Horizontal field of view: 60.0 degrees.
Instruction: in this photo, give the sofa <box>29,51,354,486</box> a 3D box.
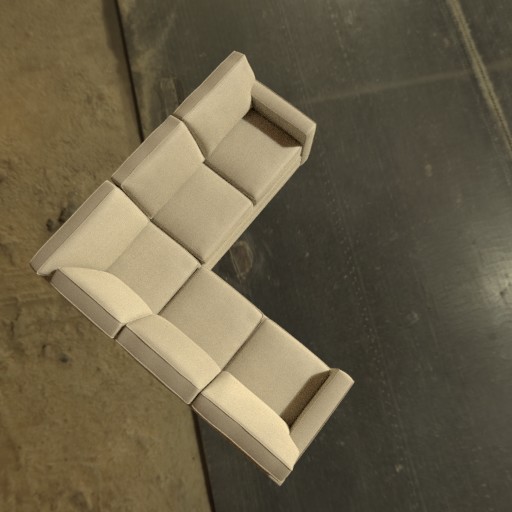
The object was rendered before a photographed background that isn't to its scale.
[{"bbox_3d":[0.000,0.000,3.325,2.182,0.939,2.189,38,79,8],"label":"sofa"}]
